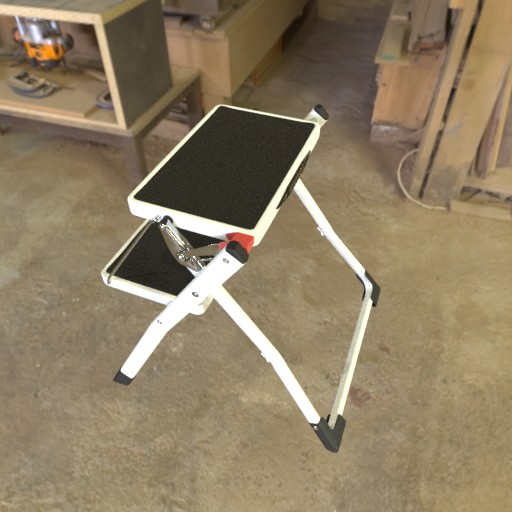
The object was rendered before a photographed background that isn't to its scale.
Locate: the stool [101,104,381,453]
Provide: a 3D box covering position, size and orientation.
[{"bbox_3d":[0.000,0.000,0.852,0.490,0.445,0.485,16,48,15],"label":"stool"}]
